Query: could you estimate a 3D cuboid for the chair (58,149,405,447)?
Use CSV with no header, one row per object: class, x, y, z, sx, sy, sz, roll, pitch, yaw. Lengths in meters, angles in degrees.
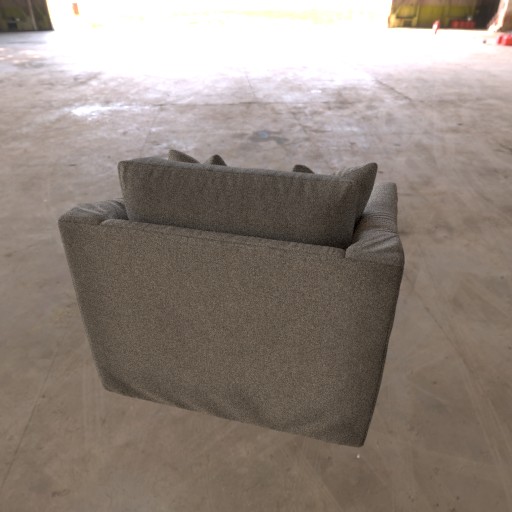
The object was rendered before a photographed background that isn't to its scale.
chair,0.000,0.000,2.024,1.194,1.059,1.071,8,32,13
